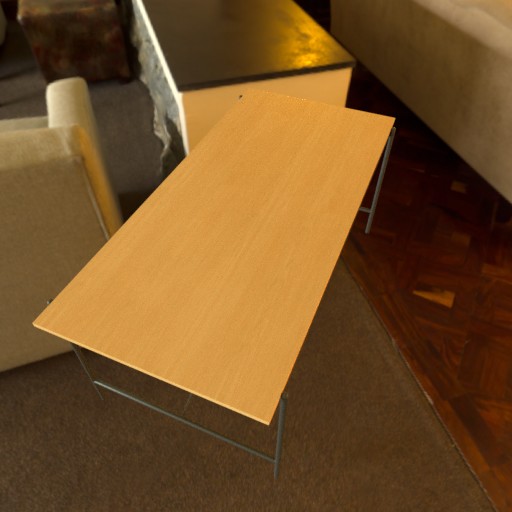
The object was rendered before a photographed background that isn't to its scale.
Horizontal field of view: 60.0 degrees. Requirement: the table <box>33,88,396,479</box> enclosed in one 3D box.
[{"bbox_3d":[0.000,0.000,2.206,0.900,0.758,1.800,17,49,16],"label":"table"}]
